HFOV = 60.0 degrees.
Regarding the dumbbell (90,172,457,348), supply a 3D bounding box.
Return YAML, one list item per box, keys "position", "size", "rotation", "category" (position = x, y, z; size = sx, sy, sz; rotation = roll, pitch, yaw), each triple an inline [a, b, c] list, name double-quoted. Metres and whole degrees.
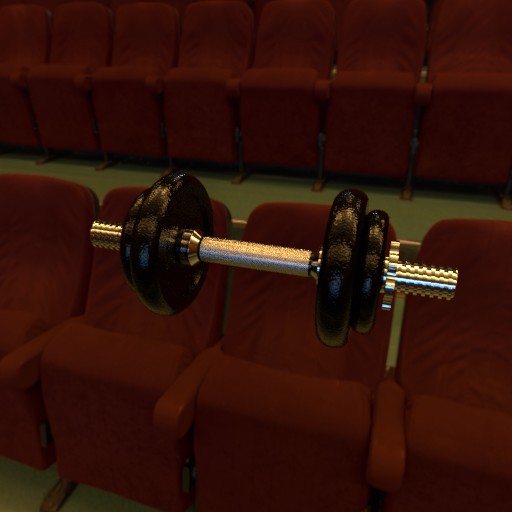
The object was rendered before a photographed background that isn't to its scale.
- position: [0.000, 0.000, 0.595]
  size: [0.497, 0.202, 0.202]
  rotation: [8, 28, 15]
  category: "dumbbell"
